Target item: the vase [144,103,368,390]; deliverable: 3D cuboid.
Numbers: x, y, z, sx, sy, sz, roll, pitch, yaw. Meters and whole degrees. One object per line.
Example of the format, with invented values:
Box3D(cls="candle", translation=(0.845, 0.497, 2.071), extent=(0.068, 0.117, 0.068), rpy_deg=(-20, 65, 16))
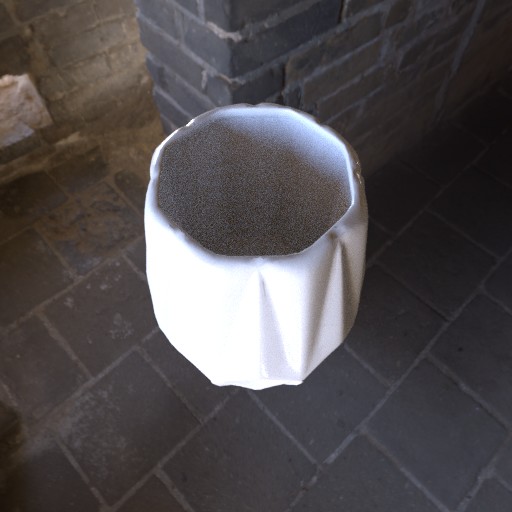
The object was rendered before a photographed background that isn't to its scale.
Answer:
Box3D(cls="vase", translation=(0.000, 0.000, 0.272), extent=(0.141, 0.152, 0.141), rpy_deg=(0, 59, 0))
